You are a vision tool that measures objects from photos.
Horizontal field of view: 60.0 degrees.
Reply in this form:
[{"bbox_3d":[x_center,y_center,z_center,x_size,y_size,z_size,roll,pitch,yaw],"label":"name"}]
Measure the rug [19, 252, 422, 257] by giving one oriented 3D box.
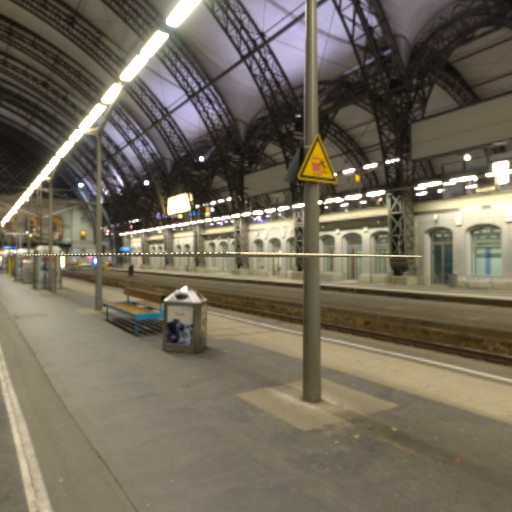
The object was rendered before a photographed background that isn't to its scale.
[{"bbox_3d":[0.000,0.000,3.027,1.524,0.010,2.438,0,-1,36],"label":"rug"}]
